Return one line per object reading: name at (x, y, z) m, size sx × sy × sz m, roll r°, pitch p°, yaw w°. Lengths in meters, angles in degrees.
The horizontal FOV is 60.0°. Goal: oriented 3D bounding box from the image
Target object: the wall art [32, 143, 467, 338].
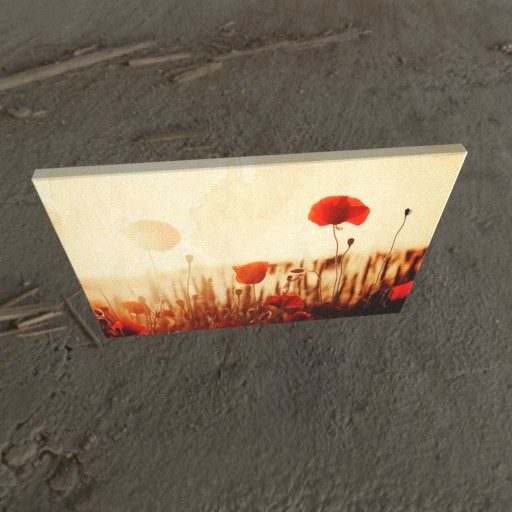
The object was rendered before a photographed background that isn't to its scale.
wall art at (0.000, 0.000, 1.161) m, size 0.918 × 0.602 × 0.038 m, roll -4°, pitch 48°, yaw -4°
